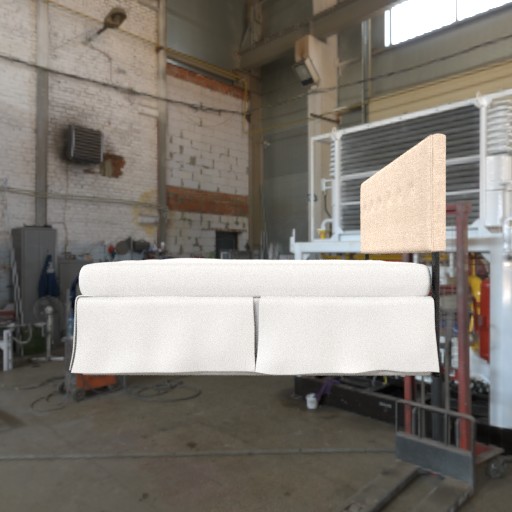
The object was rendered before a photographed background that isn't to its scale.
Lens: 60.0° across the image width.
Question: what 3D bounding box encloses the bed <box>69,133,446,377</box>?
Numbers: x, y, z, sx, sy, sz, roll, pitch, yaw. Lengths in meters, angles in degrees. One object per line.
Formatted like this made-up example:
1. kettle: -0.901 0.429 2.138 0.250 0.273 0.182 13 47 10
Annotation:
1. bed: 0.000 0.000 3.092 1.978 1.270 1.643 0 0 0
